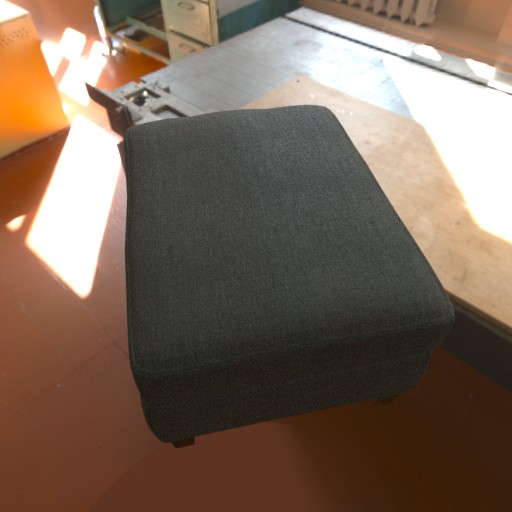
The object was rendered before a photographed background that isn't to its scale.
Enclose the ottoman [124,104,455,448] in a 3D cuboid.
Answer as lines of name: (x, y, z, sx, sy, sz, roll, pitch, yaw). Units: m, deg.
ottoman: (0.000, 0.000, 1.193, 0.639, 0.496, 0.826, -9, 48, -8)
